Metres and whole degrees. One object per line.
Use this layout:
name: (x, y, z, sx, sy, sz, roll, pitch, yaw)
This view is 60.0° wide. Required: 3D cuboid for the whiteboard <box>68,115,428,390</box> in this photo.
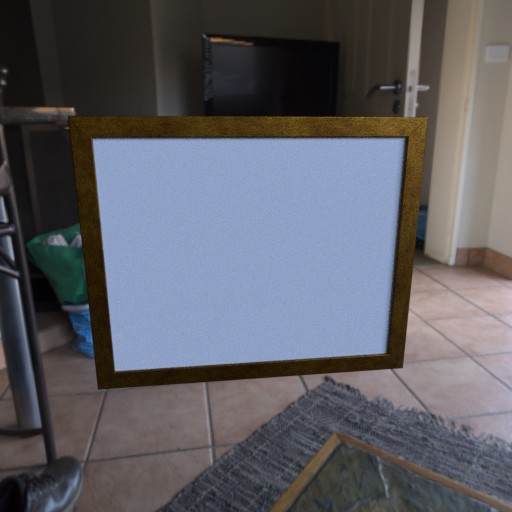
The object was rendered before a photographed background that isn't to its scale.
whiteboard: (0.000, 0.000, 0.762, 0.561, 0.457, 0.029, -2, 16, -7)
